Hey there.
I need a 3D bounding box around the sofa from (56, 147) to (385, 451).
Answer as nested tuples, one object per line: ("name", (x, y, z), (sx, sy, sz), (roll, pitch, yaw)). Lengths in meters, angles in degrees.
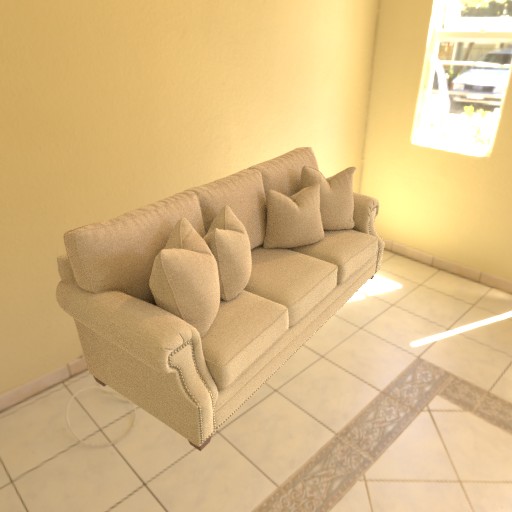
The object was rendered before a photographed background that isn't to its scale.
("sofa", (0.000, 0.000, 2.887), (0.965, 0.975, 2.312), (19, 32, 32))
